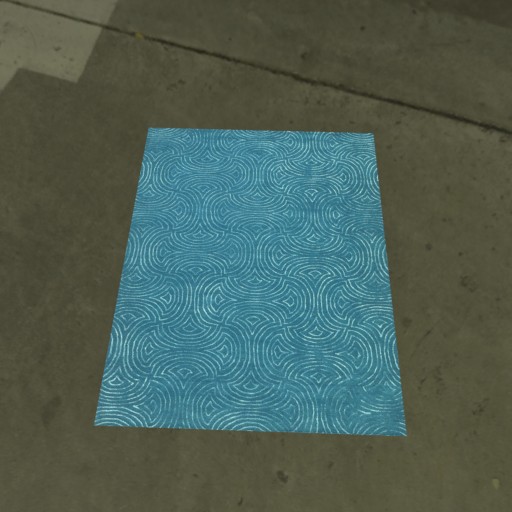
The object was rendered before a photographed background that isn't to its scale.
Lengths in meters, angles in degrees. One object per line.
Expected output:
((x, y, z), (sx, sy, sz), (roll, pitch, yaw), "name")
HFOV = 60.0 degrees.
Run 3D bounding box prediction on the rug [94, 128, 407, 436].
((0.000, 0.000, 4.118), (2.432, 0.012, 3.033), (2, 63, 1), "rug")
